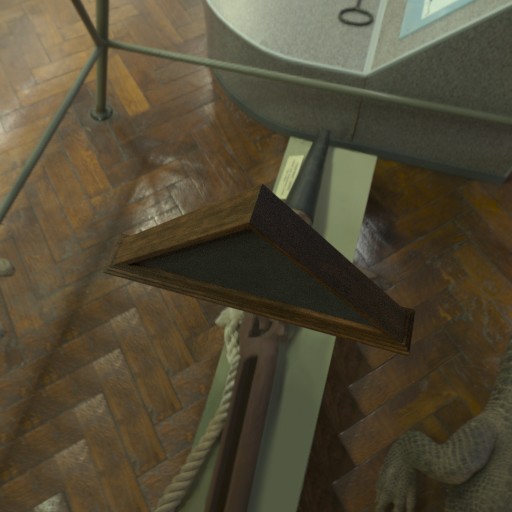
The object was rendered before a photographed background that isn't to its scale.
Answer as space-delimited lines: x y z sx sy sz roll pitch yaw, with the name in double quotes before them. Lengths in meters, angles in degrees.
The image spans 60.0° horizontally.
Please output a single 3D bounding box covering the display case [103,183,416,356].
"display case" 0.000 0.000 0.761 0.640 0.340 0.095 14 65 7
